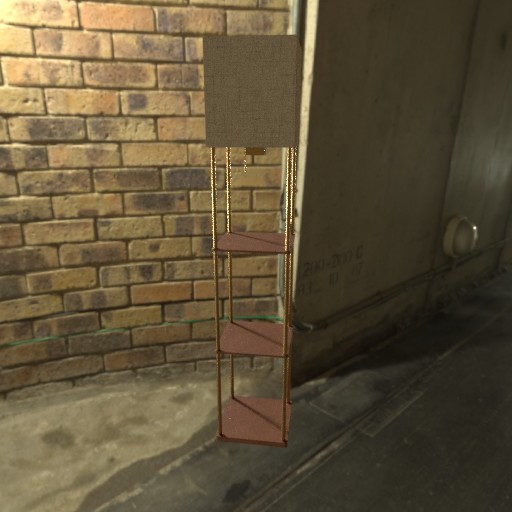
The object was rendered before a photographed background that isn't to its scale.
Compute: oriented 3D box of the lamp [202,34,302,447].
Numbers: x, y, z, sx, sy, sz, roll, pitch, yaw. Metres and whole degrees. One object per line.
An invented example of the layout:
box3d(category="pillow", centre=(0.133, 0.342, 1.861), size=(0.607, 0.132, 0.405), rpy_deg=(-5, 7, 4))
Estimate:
box3d(category="lamp", centre=(0.000, 0.000, 1.795), size=(0.310, 1.569, 0.308), rpy_deg=(2, 16, 8))
